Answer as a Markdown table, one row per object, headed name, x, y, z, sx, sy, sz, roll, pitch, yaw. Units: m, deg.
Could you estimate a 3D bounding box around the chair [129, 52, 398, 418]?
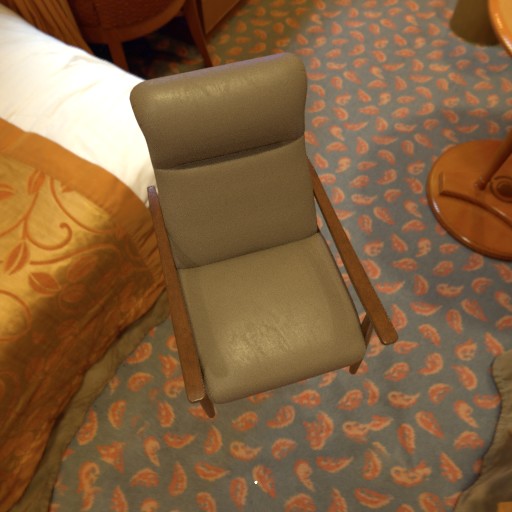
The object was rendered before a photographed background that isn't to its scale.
| name | x | y | z | sx | sy | sz | roll | pitch | yaw |
| --- | --- | --- | --- | --- | --- | --- | --- | --- | --- |
| chair | 0.000 | 0.000 | 1.810 | 0.762 | 1.082 | 1.014 | -15 | 64 | -7 |
